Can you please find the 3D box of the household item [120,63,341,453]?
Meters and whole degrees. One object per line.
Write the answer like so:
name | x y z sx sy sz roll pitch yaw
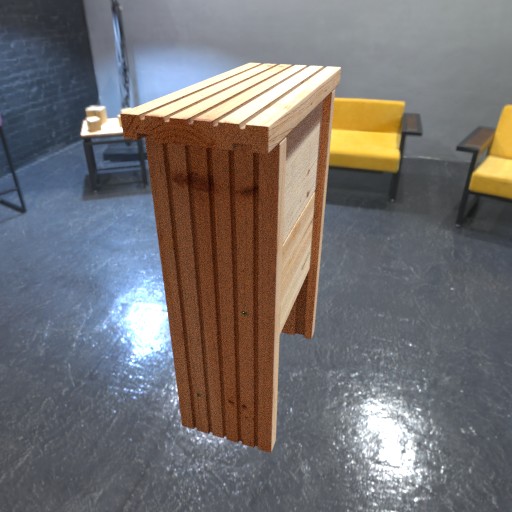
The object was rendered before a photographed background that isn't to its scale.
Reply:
household item | 0.000 0.000 0.556 0.123 0.407 0.301 10 32 16
